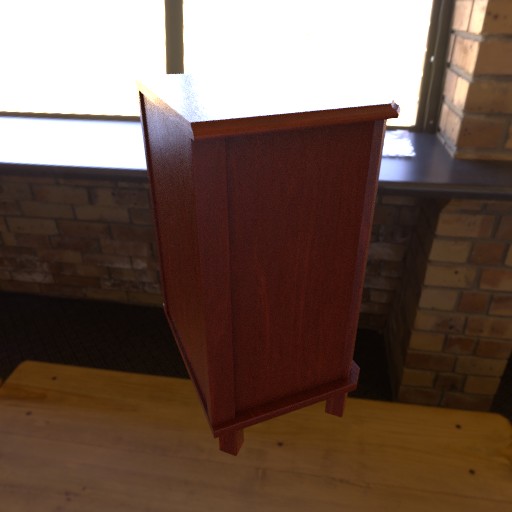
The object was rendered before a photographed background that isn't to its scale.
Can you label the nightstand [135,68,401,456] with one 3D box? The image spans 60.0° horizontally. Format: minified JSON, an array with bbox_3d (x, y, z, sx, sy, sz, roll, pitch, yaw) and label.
[{"bbox_3d":[0.000,0.000,0.944,0.351,0.681,0.435,-12,32,-20],"label":"nightstand"}]
